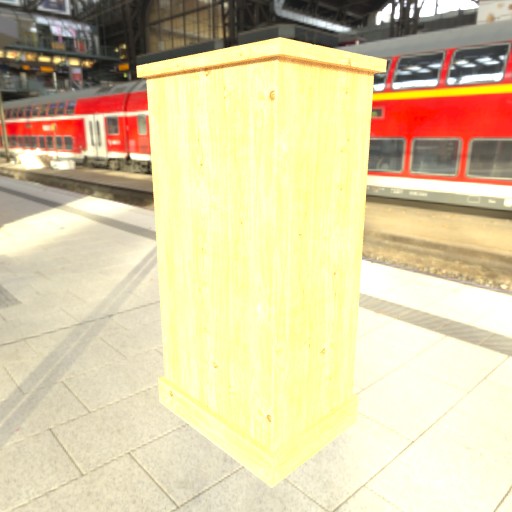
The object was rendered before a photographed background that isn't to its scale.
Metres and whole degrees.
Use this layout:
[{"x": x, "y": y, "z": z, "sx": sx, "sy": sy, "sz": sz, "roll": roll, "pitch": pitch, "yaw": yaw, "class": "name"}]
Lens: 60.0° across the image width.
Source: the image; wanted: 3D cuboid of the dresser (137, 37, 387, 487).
[{"x": 0.000, "y": 0.000, "z": 1.293, "sx": 0.390, "sy": 1.041, "sz": 0.531, "roll": -15, "pitch": 21, "yaw": -42, "class": "dresser"}]
